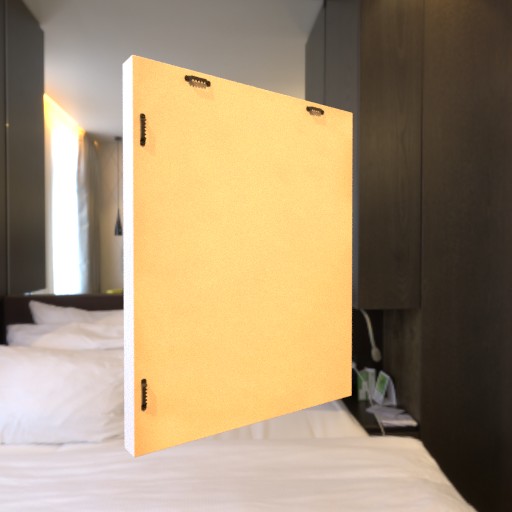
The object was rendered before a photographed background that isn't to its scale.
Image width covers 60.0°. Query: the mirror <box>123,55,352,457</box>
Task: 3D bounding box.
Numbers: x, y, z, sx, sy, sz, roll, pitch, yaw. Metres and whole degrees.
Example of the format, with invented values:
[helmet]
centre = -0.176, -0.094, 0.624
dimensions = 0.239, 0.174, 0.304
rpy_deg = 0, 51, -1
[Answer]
[mirror]
centre = 0.000, 0.000, 0.691
dimensions = 0.406, 0.509, 0.041
rpy_deg = -1, 1, -36
